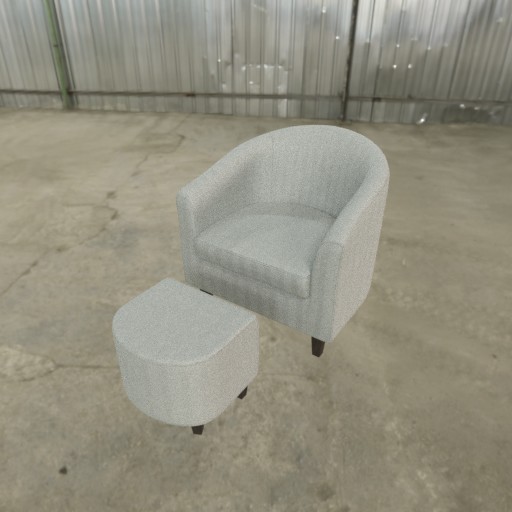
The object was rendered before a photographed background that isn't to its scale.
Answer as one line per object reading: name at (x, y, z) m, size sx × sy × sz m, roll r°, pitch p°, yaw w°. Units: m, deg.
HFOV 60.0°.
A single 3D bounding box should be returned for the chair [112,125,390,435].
chair at (0.000, 0.000, 1.753) m, size 0.756 × 0.757 × 1.288 m, roll 19°, pitch 36°, yaw 29°
